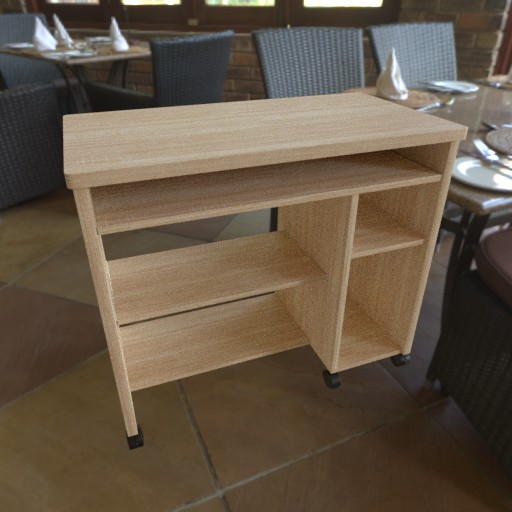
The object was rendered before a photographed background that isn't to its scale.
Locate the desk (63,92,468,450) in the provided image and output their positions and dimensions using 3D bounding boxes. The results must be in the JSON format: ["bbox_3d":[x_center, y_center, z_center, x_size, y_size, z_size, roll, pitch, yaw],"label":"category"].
[{"bbox_3d":[0.000,0.000,1.281,0.884,0.770,0.480,-11,32,-18],"label":"desk"}]
